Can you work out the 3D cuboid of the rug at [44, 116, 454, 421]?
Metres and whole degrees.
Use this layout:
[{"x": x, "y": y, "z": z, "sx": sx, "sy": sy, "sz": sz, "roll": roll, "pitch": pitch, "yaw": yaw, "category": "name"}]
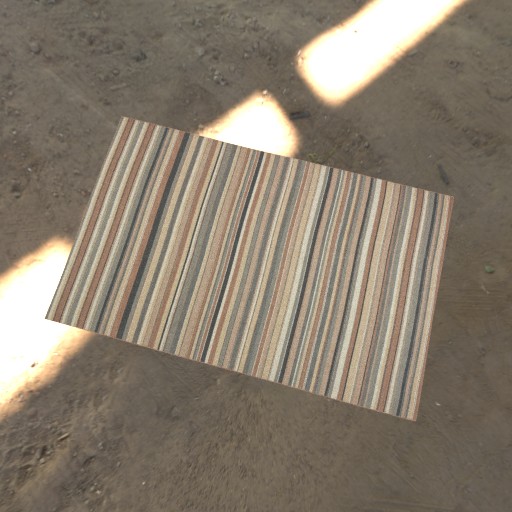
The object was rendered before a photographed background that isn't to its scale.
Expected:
[{"x": 0.000, "y": 0.000, "z": 2.976, "sx": 2.438, "sy": 0.014, "sz": 1.523, "roll": 14, "pitch": 76, "yaw": 4, "category": "rug"}]
